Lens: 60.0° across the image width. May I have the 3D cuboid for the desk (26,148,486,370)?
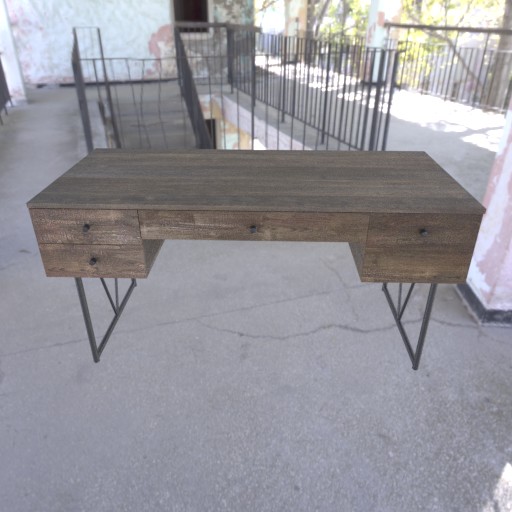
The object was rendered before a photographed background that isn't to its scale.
[{"bbox_3d":[0.000,0.000,2.029,1.600,0.780,0.730,1,29,2],"label":"desk"}]
